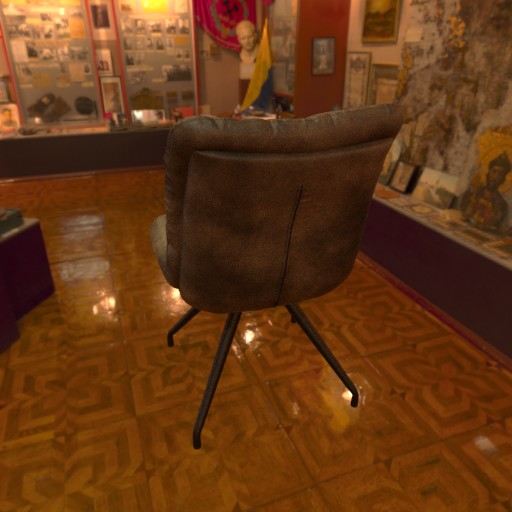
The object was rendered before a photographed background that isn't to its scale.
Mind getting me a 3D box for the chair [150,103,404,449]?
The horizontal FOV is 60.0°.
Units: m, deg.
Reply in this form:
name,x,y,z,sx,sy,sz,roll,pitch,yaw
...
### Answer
name,x,y,z,sx,sy,sz,roll,pitch,yaw
chair,0.000,0.000,1.260,0.549,0.870,0.622,-8,27,-17
